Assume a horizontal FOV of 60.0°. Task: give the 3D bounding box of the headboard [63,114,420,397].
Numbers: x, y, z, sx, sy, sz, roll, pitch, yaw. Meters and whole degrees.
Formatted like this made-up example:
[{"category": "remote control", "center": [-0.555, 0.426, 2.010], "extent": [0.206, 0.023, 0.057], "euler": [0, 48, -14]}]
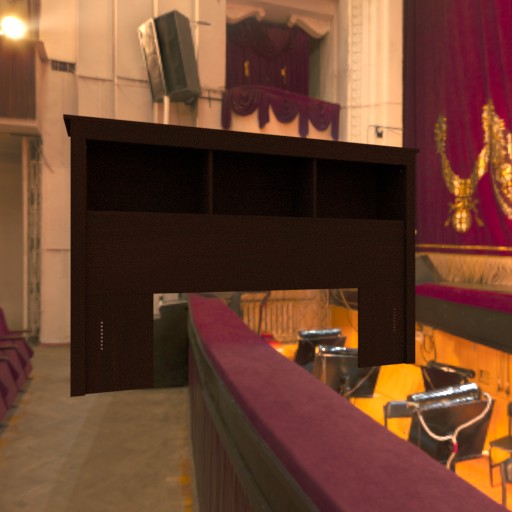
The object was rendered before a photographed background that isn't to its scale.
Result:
[{"category": "headboard", "center": [0.000, 0.000, 2.114], "extent": [1.671, 1.092, 0.279], "euler": [0, 0, -19]}]
